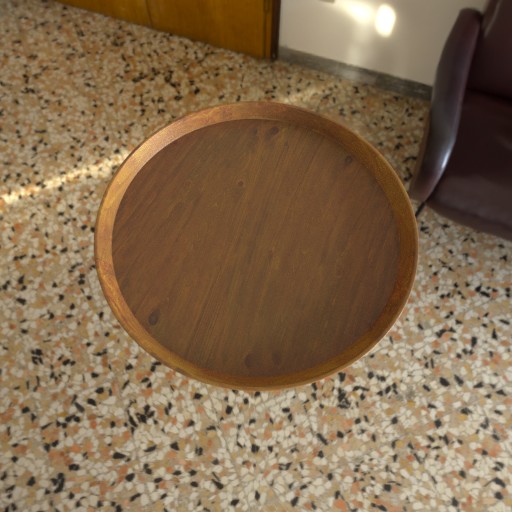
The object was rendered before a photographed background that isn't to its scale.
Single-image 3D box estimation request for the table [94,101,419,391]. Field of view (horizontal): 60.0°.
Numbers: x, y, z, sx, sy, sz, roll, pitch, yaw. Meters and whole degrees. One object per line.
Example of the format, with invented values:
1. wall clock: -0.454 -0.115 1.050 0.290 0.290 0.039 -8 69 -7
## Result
1. table: 0.000 0.000 1.581 1.016 0.470 1.016 0 64 0
